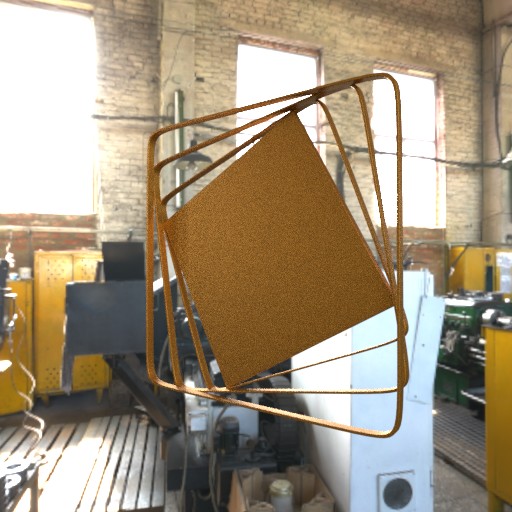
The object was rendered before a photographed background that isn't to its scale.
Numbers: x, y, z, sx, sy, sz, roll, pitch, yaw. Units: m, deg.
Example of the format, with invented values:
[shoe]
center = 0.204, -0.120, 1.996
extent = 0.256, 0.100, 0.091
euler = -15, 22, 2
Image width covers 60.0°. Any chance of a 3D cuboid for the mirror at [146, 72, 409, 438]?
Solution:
[mirror]
center = 0.000, 0.000, 0.695
extent = 0.470, 0.468, 0.045
euler = -1, -1, 36
